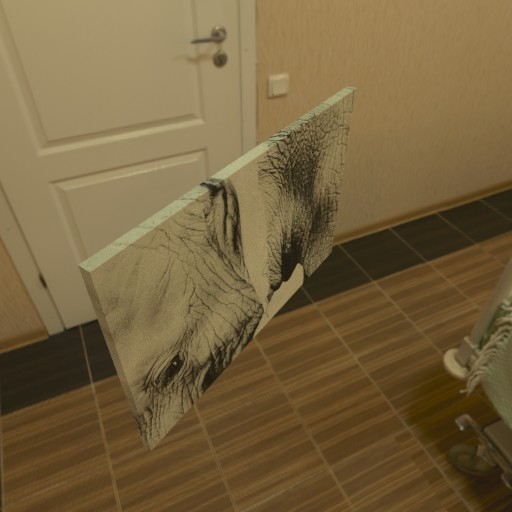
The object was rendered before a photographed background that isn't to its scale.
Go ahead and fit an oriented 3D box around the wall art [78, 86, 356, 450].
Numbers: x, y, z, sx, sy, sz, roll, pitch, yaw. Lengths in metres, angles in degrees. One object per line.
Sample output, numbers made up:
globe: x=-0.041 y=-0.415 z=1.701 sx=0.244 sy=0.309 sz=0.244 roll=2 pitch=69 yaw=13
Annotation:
wall art: x=0.000 y=0.000 z=1.457 sx=0.035 sy=0.758 sz=1.141 roll=26 pitch=48 yaw=26
